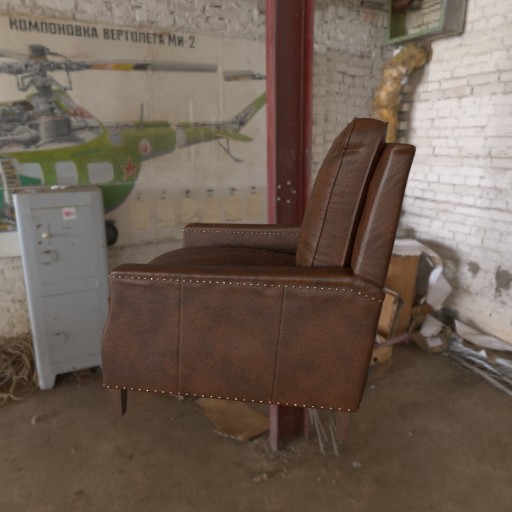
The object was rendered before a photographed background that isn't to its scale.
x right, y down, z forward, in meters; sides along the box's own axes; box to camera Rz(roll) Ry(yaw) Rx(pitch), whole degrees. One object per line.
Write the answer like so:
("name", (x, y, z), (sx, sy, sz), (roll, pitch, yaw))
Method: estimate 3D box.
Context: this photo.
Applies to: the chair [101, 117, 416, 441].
("chair", (0.000, 0.000, 1.804), (1.035, 1.054, 0.854), (3, 15, 9))
